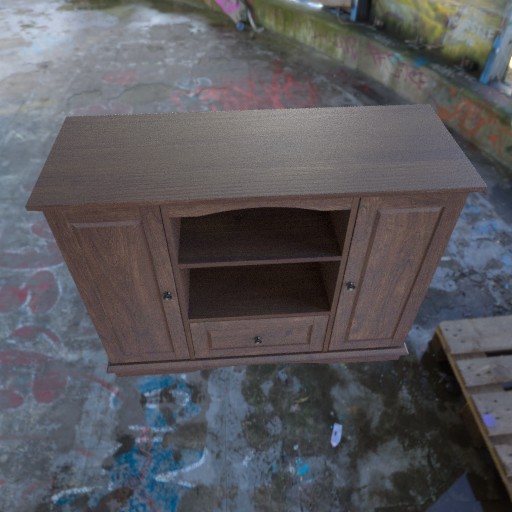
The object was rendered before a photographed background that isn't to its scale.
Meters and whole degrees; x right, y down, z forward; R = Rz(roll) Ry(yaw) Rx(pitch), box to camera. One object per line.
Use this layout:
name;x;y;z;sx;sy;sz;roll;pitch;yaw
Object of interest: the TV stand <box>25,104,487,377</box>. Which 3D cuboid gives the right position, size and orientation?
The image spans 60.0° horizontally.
TV stand;0.000;0.000;1.452;1.067;0.813;0.406;-3;46;-3
